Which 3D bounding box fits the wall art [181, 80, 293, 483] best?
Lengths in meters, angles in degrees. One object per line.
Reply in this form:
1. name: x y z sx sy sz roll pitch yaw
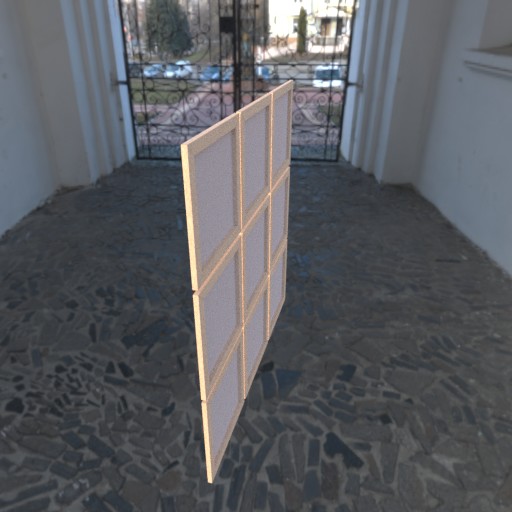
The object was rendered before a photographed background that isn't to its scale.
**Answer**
1. wall art: 0.000 0.000 1.810 0.016 1.207 1.217 8 29 14
